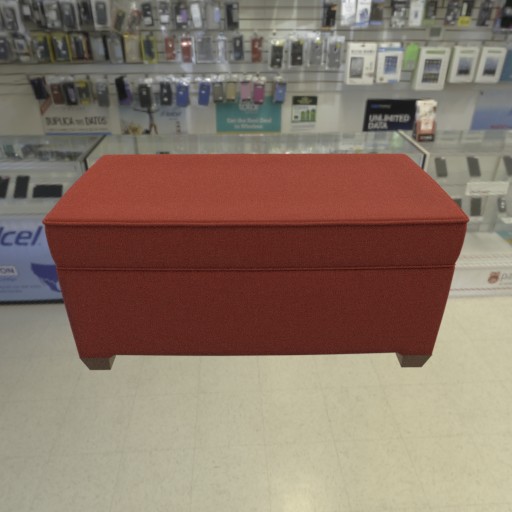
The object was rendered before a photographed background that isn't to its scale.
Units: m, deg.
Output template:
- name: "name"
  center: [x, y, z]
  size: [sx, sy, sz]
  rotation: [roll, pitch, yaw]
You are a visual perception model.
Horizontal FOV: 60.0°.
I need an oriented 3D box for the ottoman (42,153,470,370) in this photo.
- name: "ottoman"
  center: [0.000, 0.000, 1.260]
  size: [0.948, 0.454, 0.497]
  rotation: [0, 30, -1]
